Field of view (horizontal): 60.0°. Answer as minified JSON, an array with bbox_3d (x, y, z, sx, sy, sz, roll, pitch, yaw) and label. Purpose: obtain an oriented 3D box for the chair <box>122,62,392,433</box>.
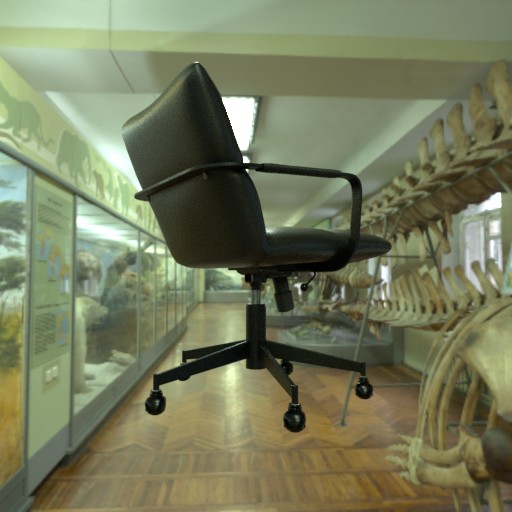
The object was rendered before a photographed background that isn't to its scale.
[{"bbox_3d":[0.000,0.000,1.464,0.748,0.922,0.719,2,-3,-34],"label":"chair"}]
